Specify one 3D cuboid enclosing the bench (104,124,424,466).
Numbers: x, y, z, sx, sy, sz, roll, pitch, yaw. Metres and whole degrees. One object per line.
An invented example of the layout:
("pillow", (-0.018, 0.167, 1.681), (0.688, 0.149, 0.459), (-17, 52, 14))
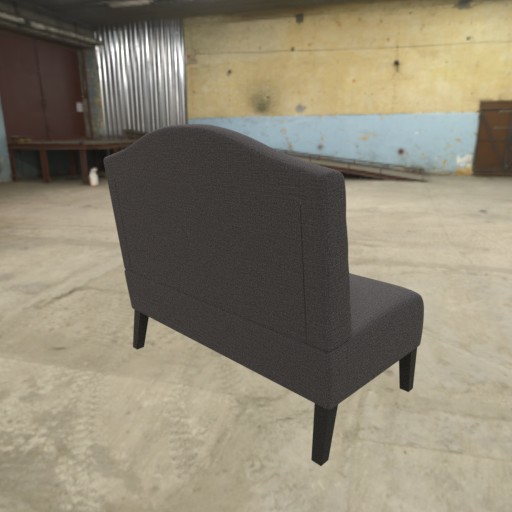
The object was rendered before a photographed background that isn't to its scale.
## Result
("bench", (0.000, 0.000, 2.083), (1.335, 1.180, 0.815), (15, 21, 43))
